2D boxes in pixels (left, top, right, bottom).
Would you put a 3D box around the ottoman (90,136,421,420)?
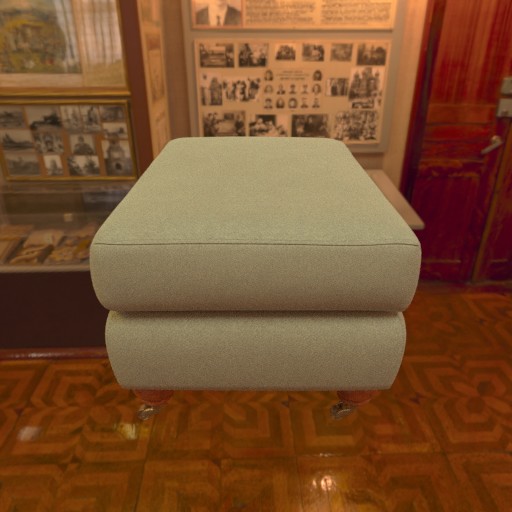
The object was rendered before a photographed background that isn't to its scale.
[{"bbox_3d":[0.000,0.000,1.133,0.569,0.499,0.773,0,27,0],"label":"ottoman"}]
